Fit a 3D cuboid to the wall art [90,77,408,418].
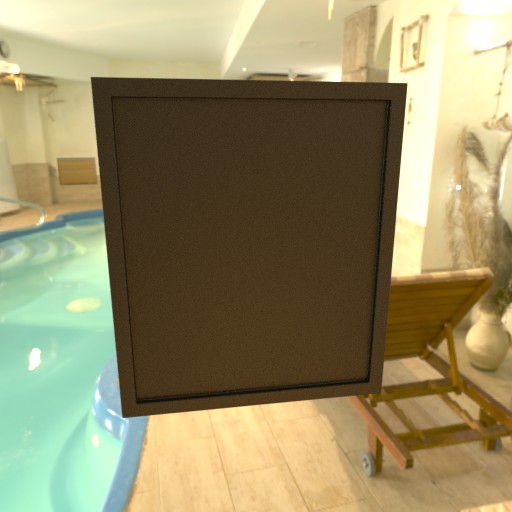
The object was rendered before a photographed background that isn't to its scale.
[{"bbox_3d":[0.000,0.000,0.517,0.328,0.381,0.028,-3,16,-9],"label":"wall art"}]
